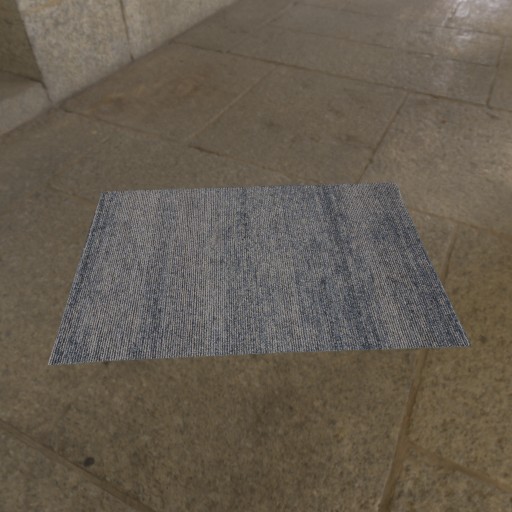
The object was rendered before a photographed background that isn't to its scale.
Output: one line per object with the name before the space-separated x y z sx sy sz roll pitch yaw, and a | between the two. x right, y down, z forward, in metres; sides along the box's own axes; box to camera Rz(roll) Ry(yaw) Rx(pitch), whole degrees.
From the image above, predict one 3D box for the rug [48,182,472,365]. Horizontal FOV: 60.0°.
rug | 0.000 0.000 2.203 1.740 0.010 1.135 -2 46 -2
